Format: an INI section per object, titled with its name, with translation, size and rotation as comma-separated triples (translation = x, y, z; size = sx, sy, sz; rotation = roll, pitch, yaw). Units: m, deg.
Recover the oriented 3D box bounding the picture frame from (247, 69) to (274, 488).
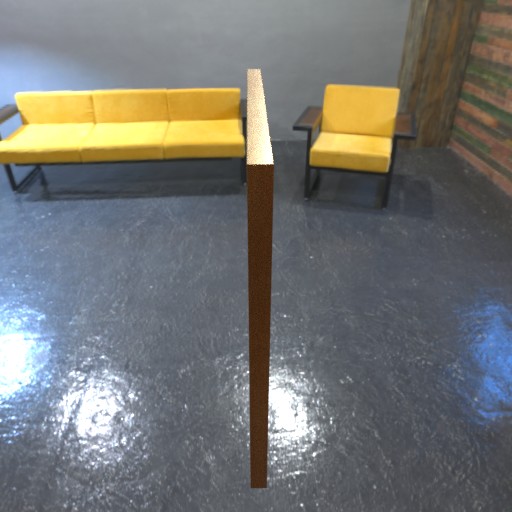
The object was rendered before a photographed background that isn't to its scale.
[picture frame]
translation = 0.000, 0.000, 1.119
size = 0.037, 0.761, 0.758
rotation = 0, 32, -1
